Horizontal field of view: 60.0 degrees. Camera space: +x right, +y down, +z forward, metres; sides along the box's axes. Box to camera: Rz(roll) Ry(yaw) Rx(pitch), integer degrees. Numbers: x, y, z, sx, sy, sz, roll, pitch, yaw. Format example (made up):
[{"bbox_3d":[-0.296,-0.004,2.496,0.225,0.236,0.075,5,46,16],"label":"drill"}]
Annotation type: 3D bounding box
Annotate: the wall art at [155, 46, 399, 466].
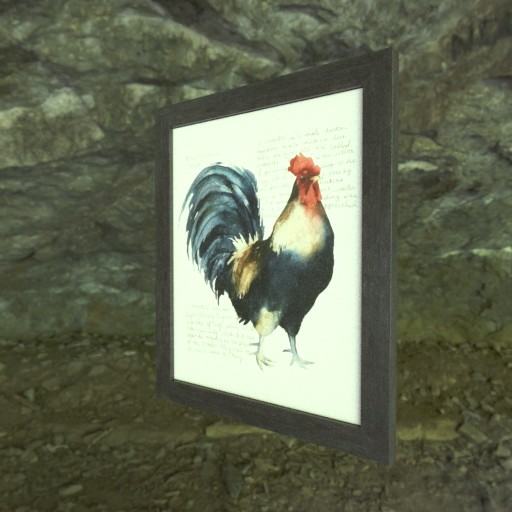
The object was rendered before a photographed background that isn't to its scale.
[{"bbox_3d":[0.000,0.000,0.763,0.479,0.580,0.027,1,2,36],"label":"wall art"}]
